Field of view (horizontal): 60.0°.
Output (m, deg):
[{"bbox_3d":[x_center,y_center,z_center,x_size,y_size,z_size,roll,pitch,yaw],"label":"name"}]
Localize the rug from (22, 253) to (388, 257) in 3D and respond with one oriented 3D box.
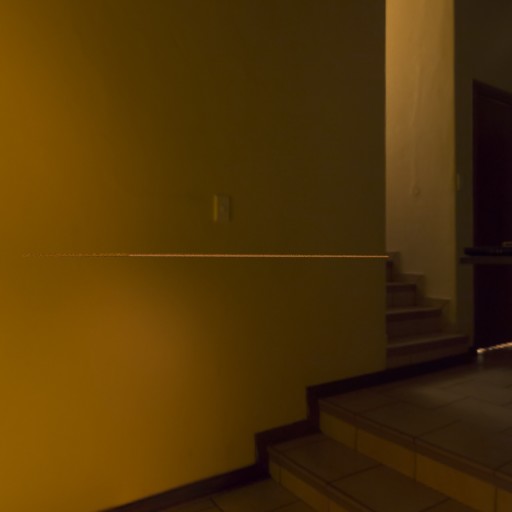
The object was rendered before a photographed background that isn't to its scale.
[{"bbox_3d":[0.000,0.000,2.695,0.750,0.009,2.435,0,0,37],"label":"rug"}]
